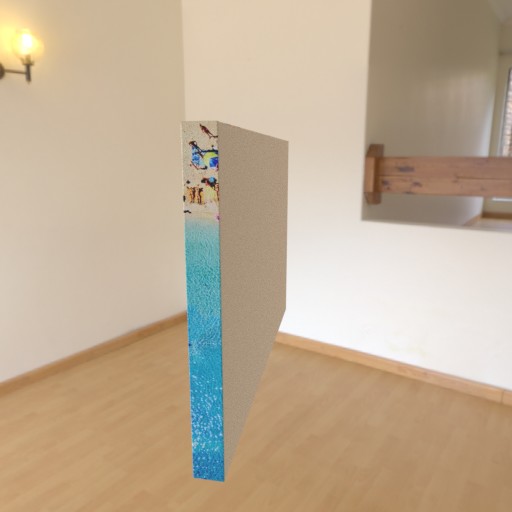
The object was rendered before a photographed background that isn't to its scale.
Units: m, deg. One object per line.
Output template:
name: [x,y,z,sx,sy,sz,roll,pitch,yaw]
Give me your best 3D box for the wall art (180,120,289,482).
wall art: [0.000,0.000,1.127,0.057,0.595,0.894,2,13,10]
